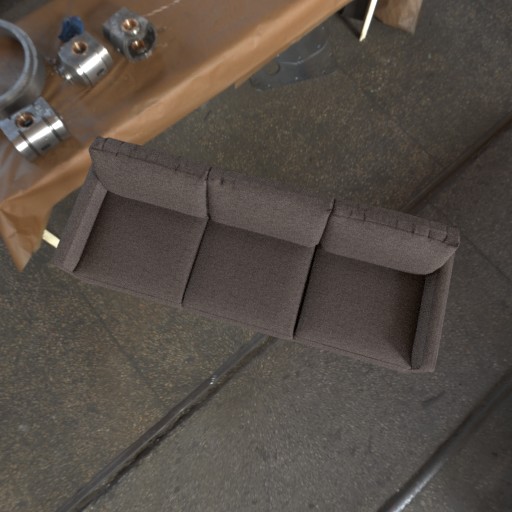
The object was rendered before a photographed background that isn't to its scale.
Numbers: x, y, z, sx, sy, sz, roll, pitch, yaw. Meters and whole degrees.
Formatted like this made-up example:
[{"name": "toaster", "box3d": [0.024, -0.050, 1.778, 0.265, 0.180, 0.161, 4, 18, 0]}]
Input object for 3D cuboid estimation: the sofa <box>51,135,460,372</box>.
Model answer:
[{"name": "sofa", "box3d": [0.000, 0.000, 2.731, 2.253, 0.882, 0.876, 15, 75, 4]}]
